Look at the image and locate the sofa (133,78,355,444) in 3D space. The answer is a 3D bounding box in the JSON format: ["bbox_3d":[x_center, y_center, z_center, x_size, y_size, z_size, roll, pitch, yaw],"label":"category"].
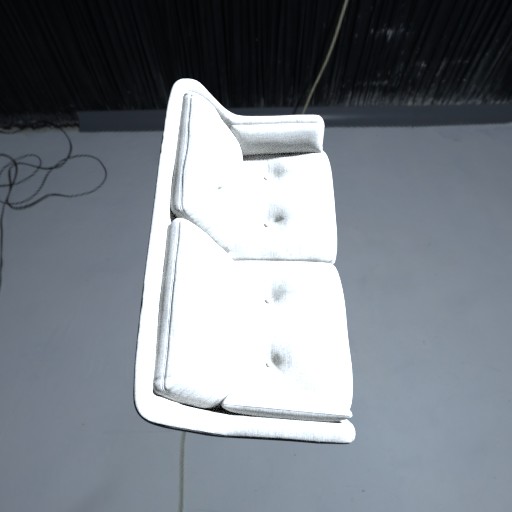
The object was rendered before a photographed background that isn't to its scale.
[{"bbox_3d":[0.000,0.000,2.441,0.976,0.897,1.930,0,62,0],"label":"sofa"}]
